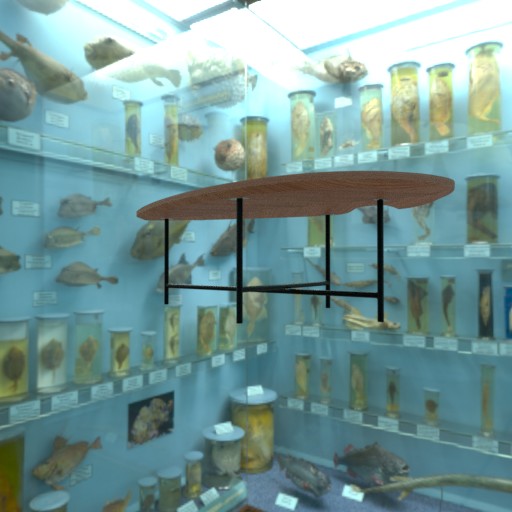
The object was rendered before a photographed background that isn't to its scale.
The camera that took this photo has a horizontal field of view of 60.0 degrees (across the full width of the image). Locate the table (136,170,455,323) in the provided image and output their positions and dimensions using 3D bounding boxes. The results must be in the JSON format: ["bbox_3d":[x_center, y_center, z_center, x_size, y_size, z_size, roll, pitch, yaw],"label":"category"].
[{"bbox_3d":[0.000,0.000,1.436,1.199,0.360,0.598,-1,-1,37],"label":"table"}]
